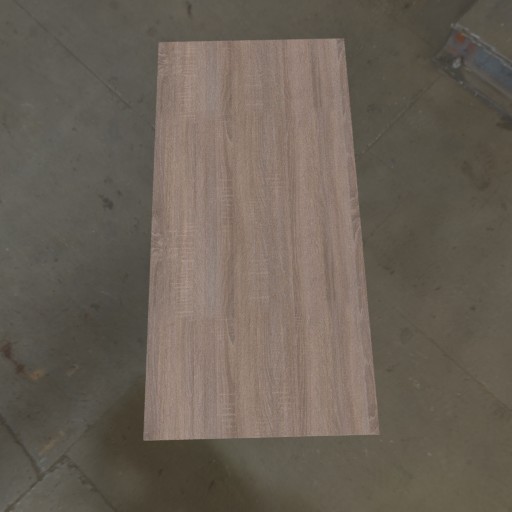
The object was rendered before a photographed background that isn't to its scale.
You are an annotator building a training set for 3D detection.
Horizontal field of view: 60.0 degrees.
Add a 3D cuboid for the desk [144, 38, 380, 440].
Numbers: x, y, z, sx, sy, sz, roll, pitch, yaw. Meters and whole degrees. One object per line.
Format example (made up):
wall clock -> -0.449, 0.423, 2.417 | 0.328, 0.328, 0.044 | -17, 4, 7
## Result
desk -> 0.000, 0.000, 1.425 | 0.495, 0.762, 0.991 | -1, 75, 0
